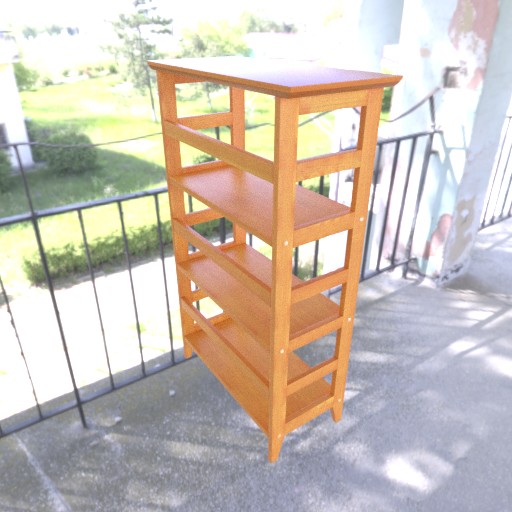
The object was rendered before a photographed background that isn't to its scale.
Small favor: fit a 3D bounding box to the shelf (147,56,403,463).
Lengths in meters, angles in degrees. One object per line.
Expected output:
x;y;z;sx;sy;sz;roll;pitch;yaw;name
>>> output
0.000;0.000;1.355;0.305;1.067;0.660;-18;33;-30;shelf
